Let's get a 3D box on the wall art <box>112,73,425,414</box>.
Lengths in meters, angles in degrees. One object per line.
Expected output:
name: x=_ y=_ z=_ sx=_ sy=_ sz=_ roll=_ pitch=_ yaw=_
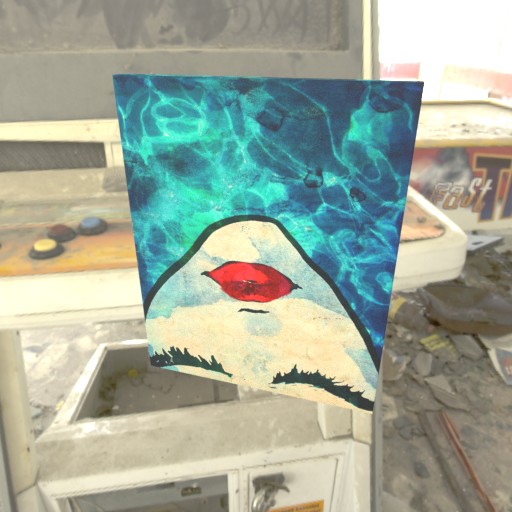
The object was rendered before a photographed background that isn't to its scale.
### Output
wall art: x=0.000 y=0.000 z=1.016 sx=0.609 sy=0.760 sz=0.038 roll=8 pitch=27 yaw=15
